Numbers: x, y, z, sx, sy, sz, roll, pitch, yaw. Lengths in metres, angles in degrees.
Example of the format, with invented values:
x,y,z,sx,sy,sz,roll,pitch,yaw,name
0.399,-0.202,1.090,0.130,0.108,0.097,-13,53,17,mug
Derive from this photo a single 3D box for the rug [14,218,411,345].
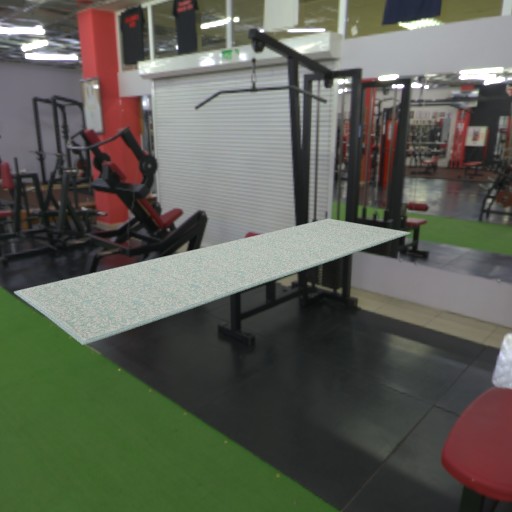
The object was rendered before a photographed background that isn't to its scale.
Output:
x,y,z,sx,sy,sz,roll,pitch,yaw,name
0.000,0.000,2.367,2.196,0.011,0.662,-15,22,-43,rug
